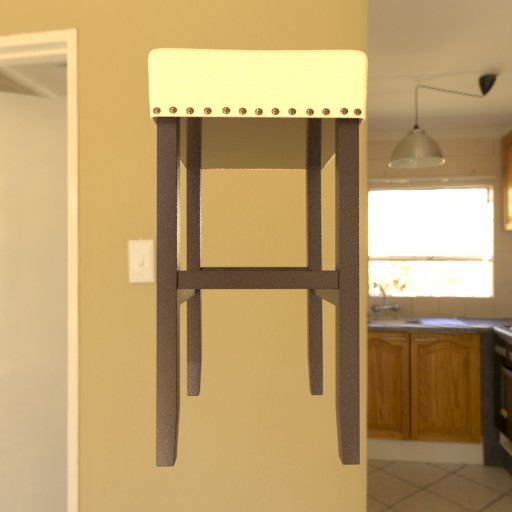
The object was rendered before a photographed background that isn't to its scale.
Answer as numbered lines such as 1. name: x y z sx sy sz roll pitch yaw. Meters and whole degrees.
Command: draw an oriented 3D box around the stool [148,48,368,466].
1. stool: 0.000 0.000 1.023 0.401 0.762 0.471 0 0 -1
